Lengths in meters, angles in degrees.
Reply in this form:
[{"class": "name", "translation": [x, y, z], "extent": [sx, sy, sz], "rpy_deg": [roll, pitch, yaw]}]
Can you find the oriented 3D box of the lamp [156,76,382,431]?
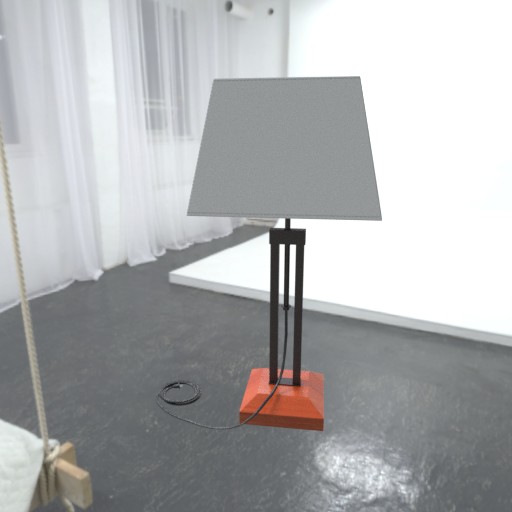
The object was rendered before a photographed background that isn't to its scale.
[{"class": "lamp", "translation": [0.000, 0.000, 0.995], "extent": [0.498, 0.737, 0.310], "rpy_deg": [2, 15, 8]}]
